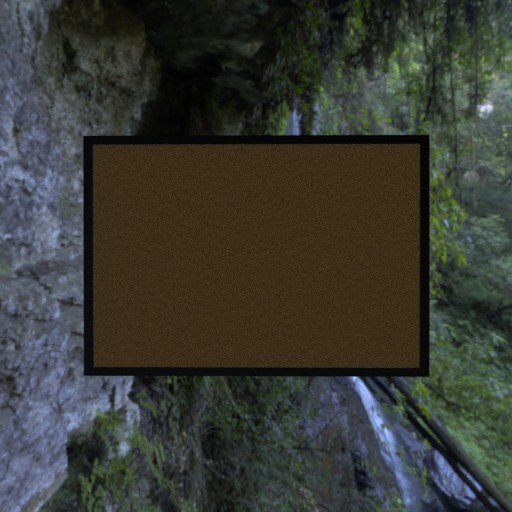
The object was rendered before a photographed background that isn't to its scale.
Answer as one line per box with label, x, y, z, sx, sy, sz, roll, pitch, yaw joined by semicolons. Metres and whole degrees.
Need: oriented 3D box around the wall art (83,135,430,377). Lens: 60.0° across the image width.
wall art;0.000;0.000;0.852;0.657;0.458;0.027;0;0;1
